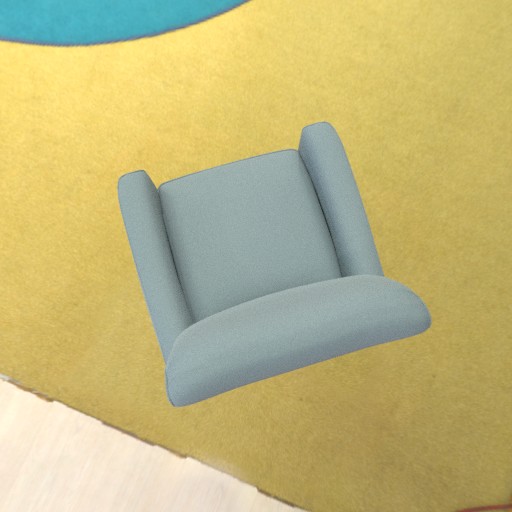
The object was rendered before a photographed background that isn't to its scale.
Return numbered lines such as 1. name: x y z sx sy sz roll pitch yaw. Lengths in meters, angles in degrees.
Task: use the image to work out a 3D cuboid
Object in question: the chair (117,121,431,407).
1. chair: 0.000 0.000 1.622 0.853 1.007 0.846 -16 76 -4
